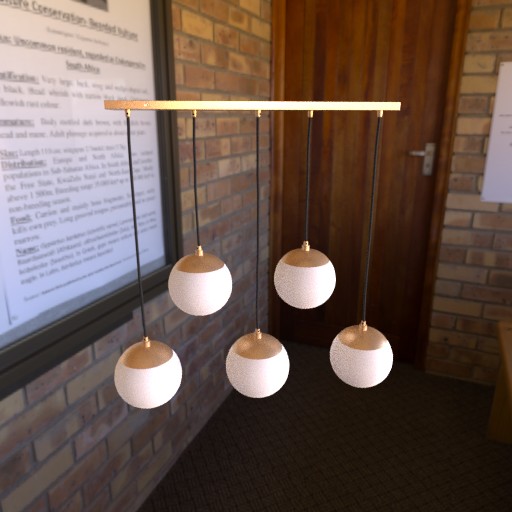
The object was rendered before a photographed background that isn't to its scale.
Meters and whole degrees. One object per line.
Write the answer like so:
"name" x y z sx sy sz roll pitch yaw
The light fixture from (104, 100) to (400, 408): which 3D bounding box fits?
"light fixture" 0.000 0.000 1.327 0.863 0.869 0.299 -3 17 -9
